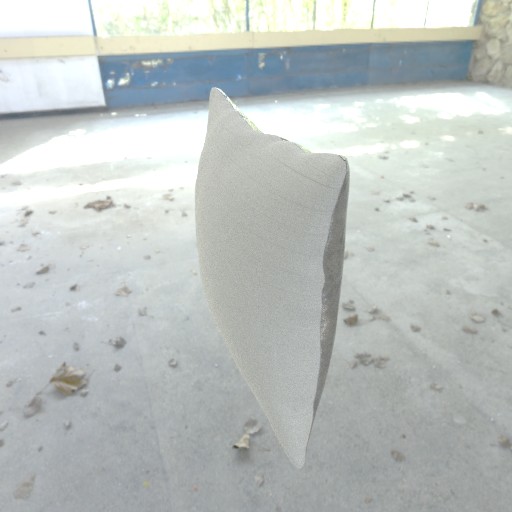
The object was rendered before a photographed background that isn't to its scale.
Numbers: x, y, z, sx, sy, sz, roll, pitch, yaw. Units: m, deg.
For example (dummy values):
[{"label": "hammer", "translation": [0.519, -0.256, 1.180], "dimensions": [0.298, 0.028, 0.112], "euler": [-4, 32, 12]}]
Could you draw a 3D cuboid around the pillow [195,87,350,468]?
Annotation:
[{"label": "pillow", "translation": [0.000, 0.000, 0.727], "dimensions": [0.175, 0.464, 0.470], "euler": [-10, 32, -17]}]
